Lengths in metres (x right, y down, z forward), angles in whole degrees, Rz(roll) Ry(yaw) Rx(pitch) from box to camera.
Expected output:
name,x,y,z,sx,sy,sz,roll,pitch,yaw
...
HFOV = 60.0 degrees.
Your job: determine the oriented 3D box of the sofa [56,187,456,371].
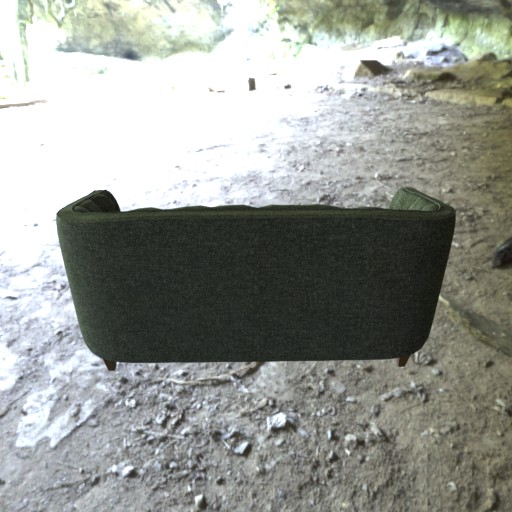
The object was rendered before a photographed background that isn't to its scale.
name,x,y,z,sx,sy,sz,roll,pitch,yaw
sofa,0.000,0.000,2.282,1.733,0.855,0.941,-1,29,-1
